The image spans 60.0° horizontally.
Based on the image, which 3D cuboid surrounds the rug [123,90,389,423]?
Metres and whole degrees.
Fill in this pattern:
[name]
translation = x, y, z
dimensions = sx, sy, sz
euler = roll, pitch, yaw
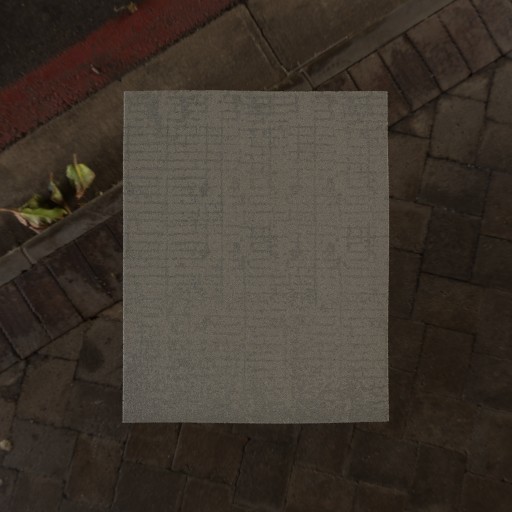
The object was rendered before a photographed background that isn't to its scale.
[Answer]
[rug]
translation = 0.000, 0.000, 4.081
dimensions = 2.447, 0.014, 3.061
euler = 0, 89, 0
